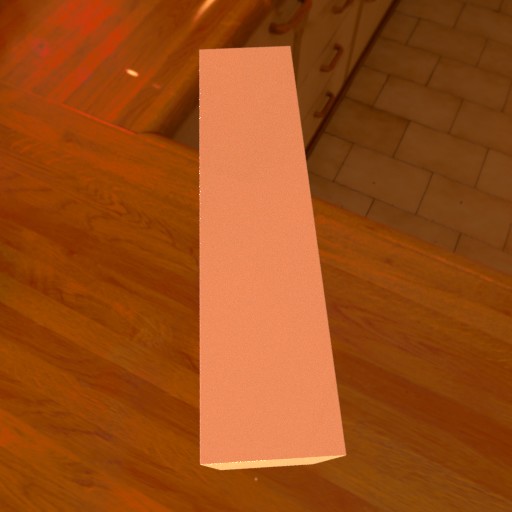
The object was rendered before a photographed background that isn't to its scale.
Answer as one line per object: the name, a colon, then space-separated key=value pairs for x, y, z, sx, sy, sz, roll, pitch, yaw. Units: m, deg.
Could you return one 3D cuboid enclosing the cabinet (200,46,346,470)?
cabinet: x=0.000 y=0.000 z=1.936 sx=0.400 sy=0.800 sz=1.650 roll=-3 pitch=63 yaw=-1
